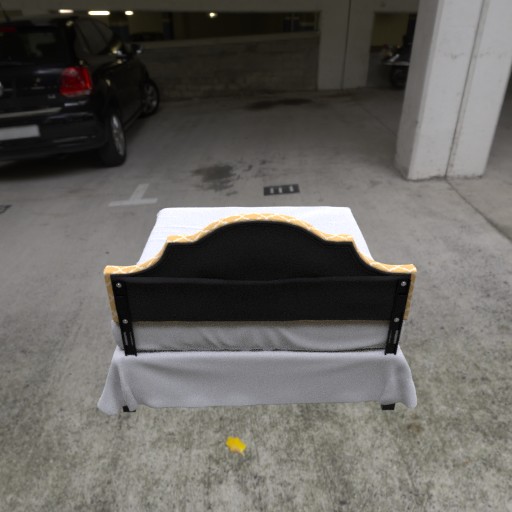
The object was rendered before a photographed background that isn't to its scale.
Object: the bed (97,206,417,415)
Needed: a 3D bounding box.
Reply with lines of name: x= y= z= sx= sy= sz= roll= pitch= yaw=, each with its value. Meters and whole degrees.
bed: x=0.000 y=0.000 z=3.811 sx=2.314 sy=1.601 sz=2.222 roll=0 pitch=29 yaw=0
